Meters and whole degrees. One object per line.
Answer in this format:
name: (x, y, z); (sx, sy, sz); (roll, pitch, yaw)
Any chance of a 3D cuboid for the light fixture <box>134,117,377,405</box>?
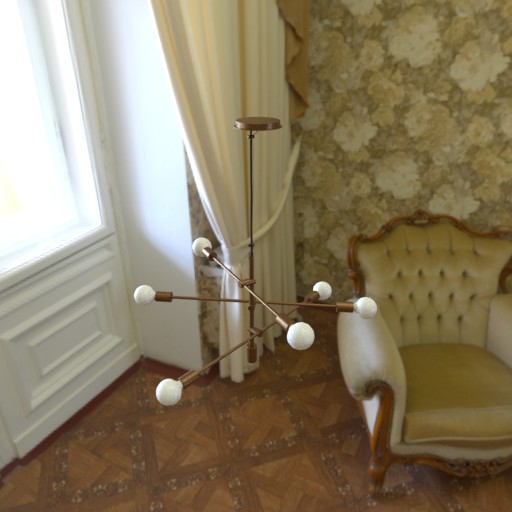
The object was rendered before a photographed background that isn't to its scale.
light fixture: (0.000, 0.000, 1.259); (0.682, 0.744, 0.637); (-9, 27, -17)
